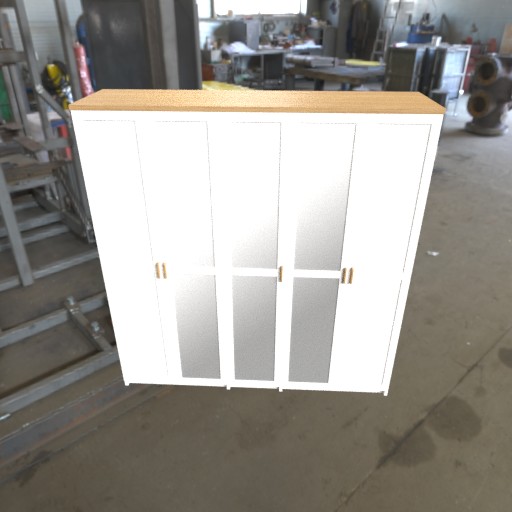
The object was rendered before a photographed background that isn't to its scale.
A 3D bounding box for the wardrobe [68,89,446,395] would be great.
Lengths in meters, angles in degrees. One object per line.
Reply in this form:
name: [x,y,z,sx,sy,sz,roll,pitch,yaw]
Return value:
wardrobe: [0.000,0.000,3.322,2.160,2.260,0.590,1,29,3]
